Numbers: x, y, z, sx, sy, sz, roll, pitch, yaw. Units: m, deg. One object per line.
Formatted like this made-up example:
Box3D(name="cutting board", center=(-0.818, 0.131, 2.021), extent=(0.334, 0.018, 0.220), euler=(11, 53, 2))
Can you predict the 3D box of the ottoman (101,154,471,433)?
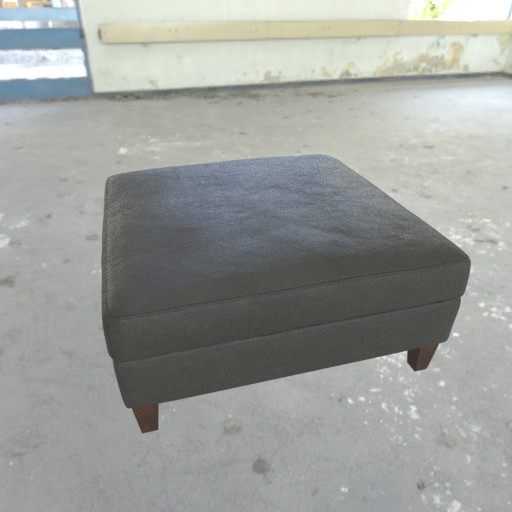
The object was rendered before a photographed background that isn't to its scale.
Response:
Box3D(name="ottoman", center=(0.000, 0.000, 1.324), extent=(0.844, 0.415, 0.836), euler=(-8, 31, -14))
